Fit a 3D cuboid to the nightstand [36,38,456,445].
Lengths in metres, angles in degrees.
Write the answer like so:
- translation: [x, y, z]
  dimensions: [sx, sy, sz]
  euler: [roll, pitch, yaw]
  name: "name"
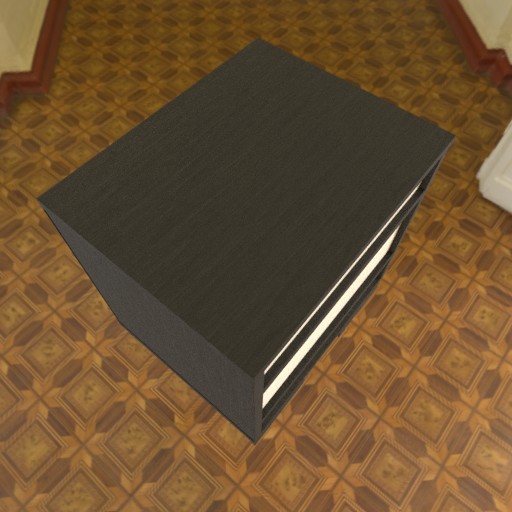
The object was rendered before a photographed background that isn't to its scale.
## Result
- translation: [0.000, 0.000, 0.759]
  dimensions: [0.347, 0.448, 0.427]
  euler: [35, 65, 19]
  name: "nightstand"
